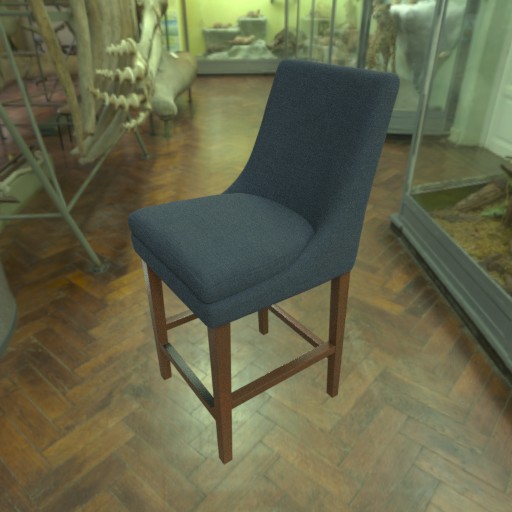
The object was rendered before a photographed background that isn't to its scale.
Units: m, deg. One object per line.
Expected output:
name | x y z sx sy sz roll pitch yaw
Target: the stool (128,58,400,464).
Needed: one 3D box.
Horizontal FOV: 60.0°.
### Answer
stool | 0.000 0.000 1.269 0.577 0.981 0.470 -19 35 -30
